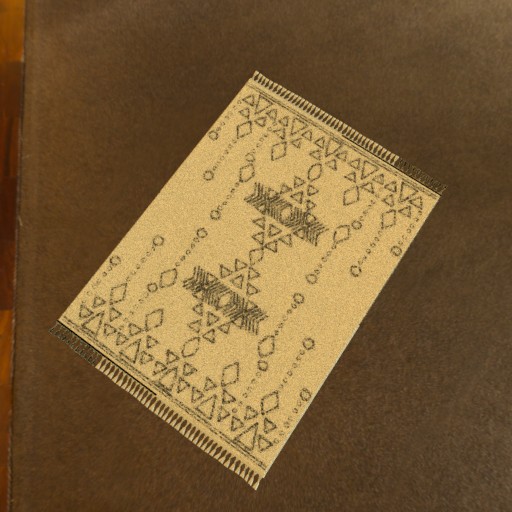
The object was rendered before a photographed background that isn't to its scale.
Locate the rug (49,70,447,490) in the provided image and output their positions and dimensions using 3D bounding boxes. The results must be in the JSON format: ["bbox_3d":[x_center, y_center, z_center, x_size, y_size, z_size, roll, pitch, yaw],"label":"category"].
[{"bbox_3d":[0.000,0.000,2.922,1.600,0.013,2.312,34,78,8],"label":"rug"}]
